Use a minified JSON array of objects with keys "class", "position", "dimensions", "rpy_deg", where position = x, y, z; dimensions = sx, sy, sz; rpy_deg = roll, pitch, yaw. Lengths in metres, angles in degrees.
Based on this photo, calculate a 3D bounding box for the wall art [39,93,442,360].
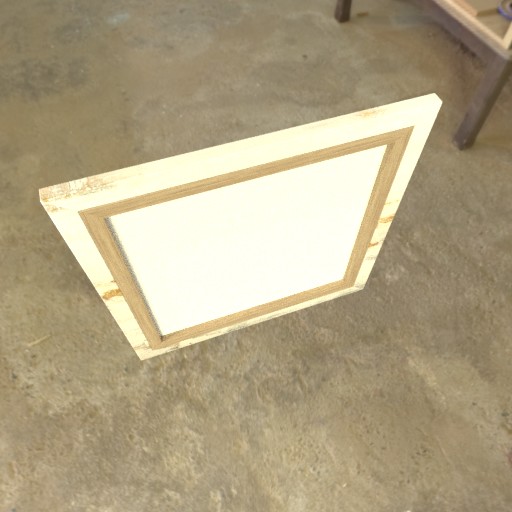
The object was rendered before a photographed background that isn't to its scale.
[{"class":"wall art","position":[0.000,0.000,1.498],"dimensions":[1.015,1.018,0.040],"rpy_deg":[-16,59,-10]}]
